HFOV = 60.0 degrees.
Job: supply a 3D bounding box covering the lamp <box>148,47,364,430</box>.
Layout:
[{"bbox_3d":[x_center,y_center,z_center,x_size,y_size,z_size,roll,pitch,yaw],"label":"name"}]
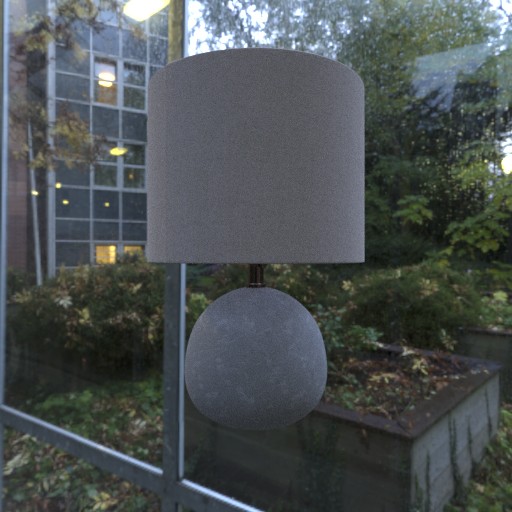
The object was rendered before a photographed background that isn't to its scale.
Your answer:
[{"bbox_3d":[0.000,0.000,0.566,0.269,0.409,0.269,0,0,-36],"label":"lamp"}]
